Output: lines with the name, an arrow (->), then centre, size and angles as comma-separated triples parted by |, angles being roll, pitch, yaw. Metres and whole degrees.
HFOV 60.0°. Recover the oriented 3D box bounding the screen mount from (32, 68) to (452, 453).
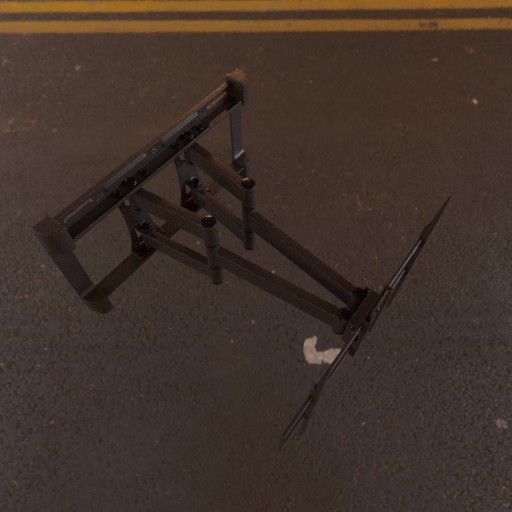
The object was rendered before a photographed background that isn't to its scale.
screen mount -> 0.000, 0.000, 1.098 | 0.644, 0.491, 0.661 | 33, 63, 19
